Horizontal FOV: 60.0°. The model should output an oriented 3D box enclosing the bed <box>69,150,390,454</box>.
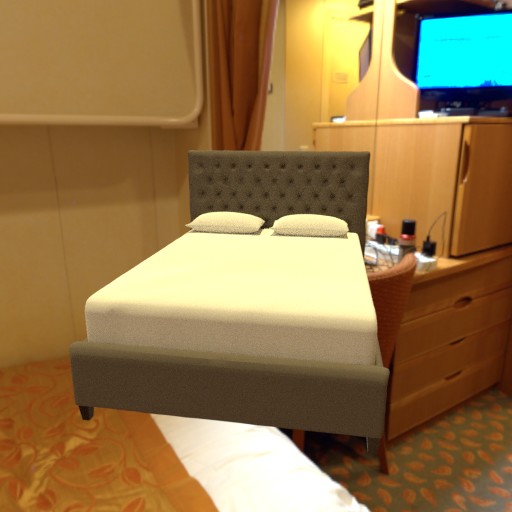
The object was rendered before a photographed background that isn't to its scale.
[{"bbox_3d":[0.000,0.000,3.227,1.696,1.426,2.233,3,15,10],"label":"bed"}]
